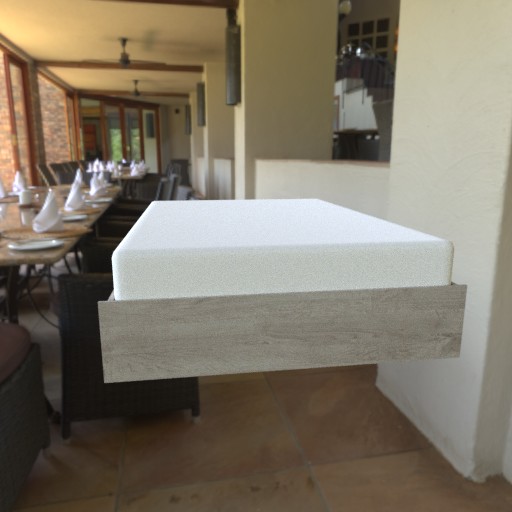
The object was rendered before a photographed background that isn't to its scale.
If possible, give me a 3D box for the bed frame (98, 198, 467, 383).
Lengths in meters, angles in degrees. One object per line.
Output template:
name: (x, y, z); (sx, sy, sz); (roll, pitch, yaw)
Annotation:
bed frame: (0.000, 0.000, 2.651); (1.445, 0.497, 1.945); (-2, 13, -8)
